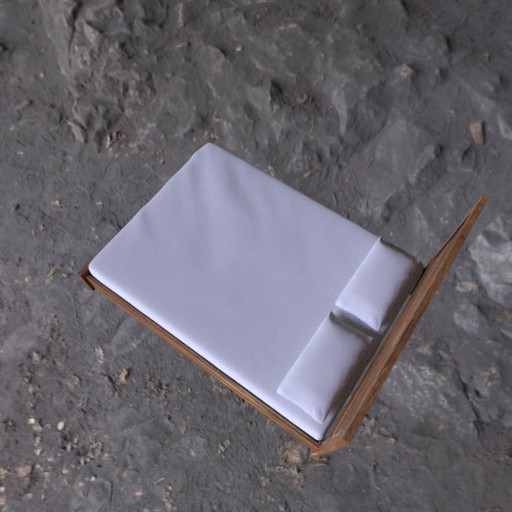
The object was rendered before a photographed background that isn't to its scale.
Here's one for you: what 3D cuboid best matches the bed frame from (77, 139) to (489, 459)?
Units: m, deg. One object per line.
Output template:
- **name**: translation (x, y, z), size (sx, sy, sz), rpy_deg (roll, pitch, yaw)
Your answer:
- **bed frame**: translation (0.000, 0.000, 3.309), size (2.276, 1.417, 1.696), rpy_deg (32, 67, 15)
